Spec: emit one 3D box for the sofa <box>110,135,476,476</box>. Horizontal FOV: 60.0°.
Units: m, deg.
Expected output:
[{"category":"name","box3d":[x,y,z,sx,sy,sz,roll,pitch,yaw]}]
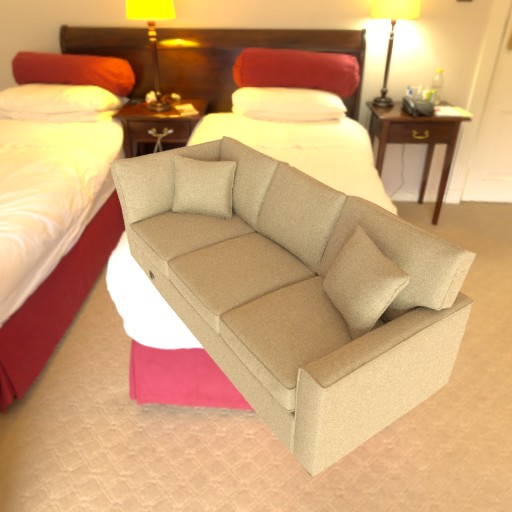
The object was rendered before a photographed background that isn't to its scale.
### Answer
[{"category":"sofa","box3d":[0.000,0.000,2.814,1.061,0.962,2.317,-20,37,-28]}]
